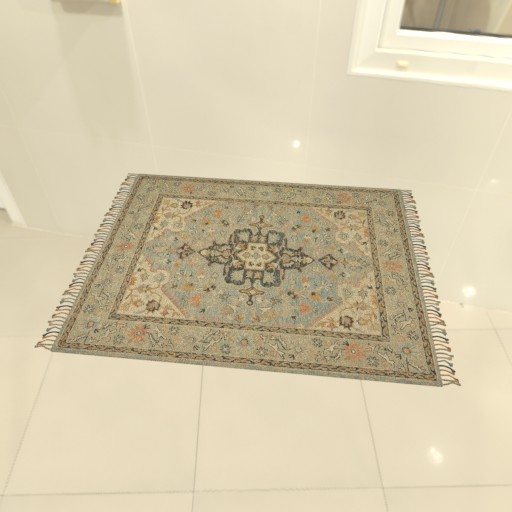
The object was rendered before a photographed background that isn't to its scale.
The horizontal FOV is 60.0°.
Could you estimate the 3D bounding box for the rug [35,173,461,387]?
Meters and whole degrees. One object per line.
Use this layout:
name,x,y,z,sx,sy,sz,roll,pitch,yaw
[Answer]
rug,0.000,0.000,2.225,1.730,0.009,1.278,4,45,4
